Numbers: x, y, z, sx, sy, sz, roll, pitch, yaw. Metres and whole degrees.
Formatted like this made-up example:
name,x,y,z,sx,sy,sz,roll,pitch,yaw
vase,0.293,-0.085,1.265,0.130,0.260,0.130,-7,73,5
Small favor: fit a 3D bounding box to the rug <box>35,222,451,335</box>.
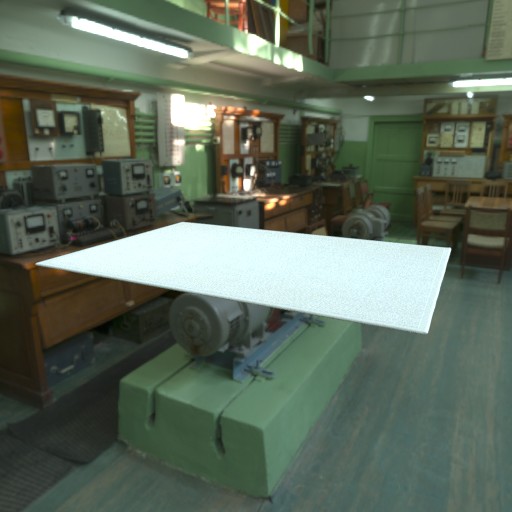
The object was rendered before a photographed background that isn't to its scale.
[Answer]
name,x,y,z,sx,sy,sz,roll,pitch,yaw
rug,0.000,0.000,2.870,2.244,0.017,1.532,7,17,25
